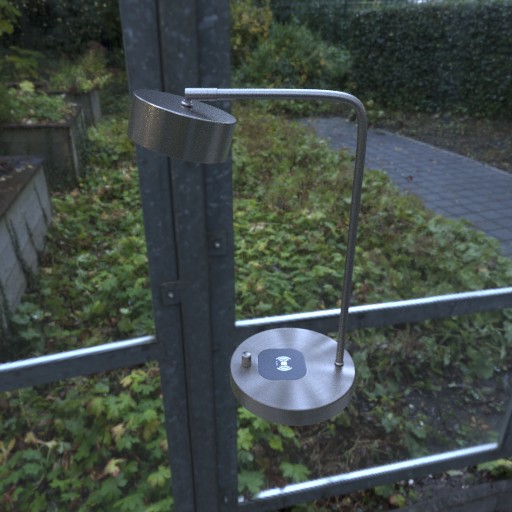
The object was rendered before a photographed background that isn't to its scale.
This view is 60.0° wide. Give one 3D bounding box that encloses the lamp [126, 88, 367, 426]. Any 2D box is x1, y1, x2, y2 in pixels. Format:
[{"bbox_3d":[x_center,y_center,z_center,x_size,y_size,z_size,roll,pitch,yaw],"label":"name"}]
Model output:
[{"bbox_3d":[0.000,0.000,0.660,0.334,0.469,0.211,0,26,-1],"label":"lamp"}]
